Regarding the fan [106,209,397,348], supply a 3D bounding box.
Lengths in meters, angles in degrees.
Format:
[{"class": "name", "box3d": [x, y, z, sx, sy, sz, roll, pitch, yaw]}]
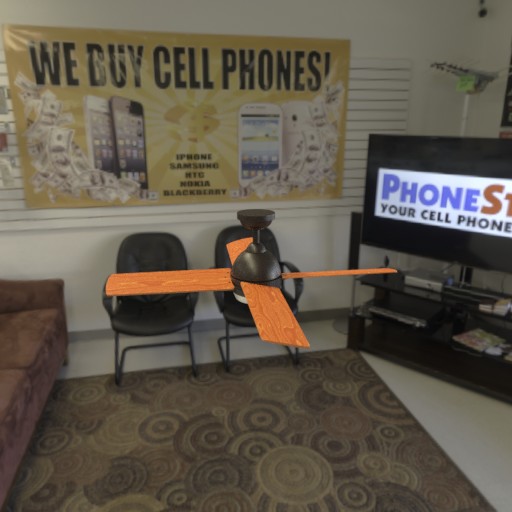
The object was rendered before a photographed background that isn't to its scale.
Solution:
[{"class": "fan", "box3d": [0.000, 0.000, 2.022, 1.332, 0.403, 1.332, -3, 17, -8]}]
